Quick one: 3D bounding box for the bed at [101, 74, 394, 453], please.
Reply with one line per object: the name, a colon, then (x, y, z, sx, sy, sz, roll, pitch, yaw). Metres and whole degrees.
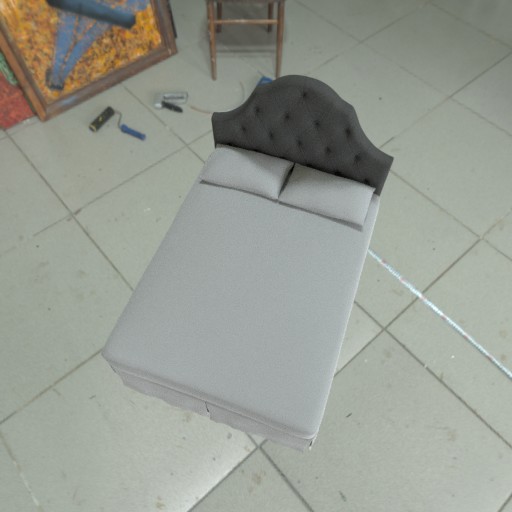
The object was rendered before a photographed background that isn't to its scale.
bed: (0.000, 0.000, 3.284, 1.636, 1.575, 2.155, 17, 61, 10)
